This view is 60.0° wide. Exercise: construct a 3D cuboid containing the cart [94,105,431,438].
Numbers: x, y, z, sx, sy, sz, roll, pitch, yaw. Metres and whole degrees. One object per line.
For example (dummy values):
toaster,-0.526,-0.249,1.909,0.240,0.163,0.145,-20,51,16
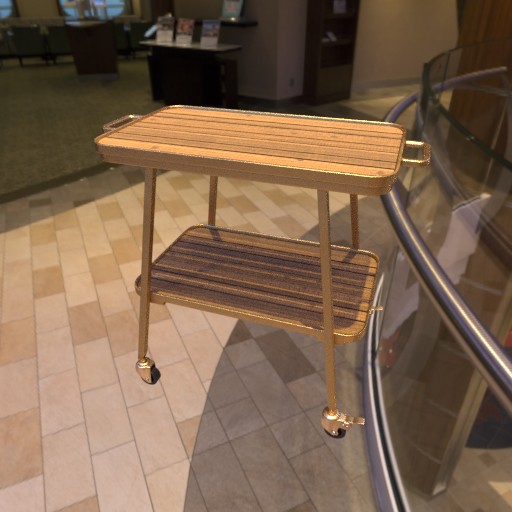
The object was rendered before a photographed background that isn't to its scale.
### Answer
cart,0.000,0.000,1.258,0.806,0.700,0.524,10,33,16
